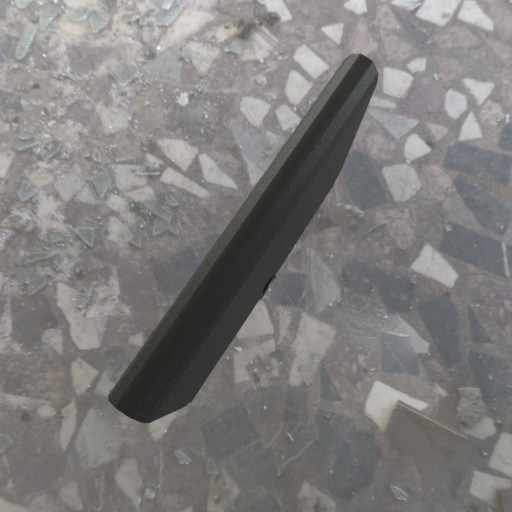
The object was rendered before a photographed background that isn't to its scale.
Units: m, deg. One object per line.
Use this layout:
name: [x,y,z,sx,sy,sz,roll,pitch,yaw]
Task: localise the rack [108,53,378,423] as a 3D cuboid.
rack: [0.000,0.000,0.446,0.041,0.241,0.330,32,78,8]
